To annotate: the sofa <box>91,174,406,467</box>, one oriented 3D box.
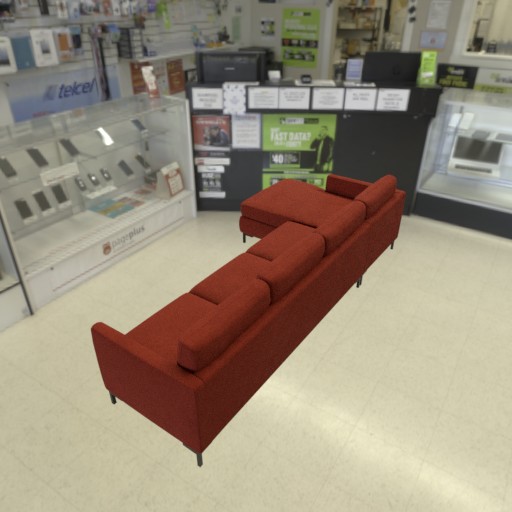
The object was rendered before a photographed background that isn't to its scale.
[{"bbox_3d":[0.000,0.000,2.946,1.136,0.663,2.467,20,37,30],"label":"sofa"}]
